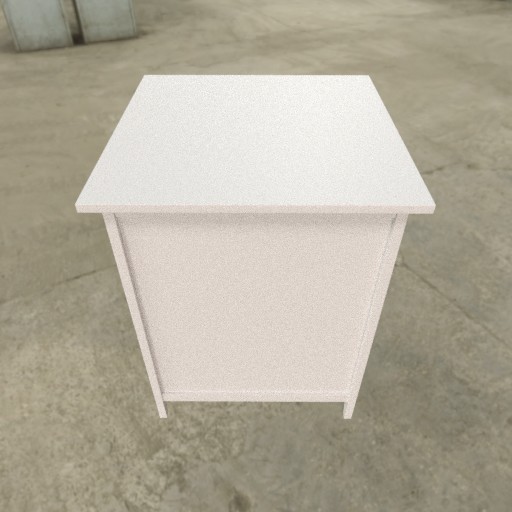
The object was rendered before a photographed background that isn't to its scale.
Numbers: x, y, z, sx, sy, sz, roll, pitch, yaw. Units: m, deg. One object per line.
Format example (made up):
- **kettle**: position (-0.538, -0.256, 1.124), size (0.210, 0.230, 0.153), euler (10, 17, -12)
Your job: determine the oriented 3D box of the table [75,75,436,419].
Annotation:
- **table**: position (0.000, 0.000, 0.769), size (0.381, 0.483, 0.381), euler (0, 42, 0)
